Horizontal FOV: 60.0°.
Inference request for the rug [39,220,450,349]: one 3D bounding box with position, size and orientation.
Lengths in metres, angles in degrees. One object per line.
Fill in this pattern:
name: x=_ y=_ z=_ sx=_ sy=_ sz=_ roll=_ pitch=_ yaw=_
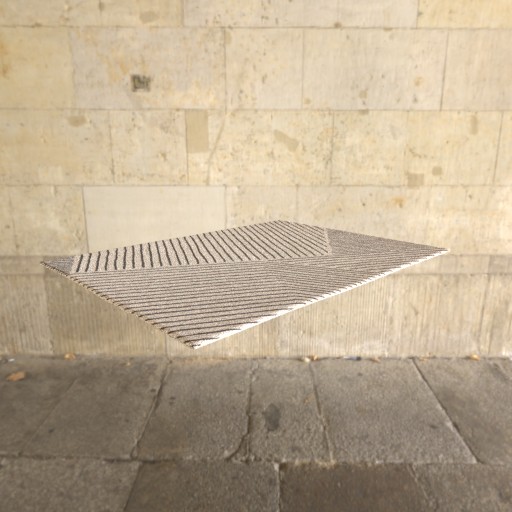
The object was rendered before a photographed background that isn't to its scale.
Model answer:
rug: x=0.000 y=0.000 z=3.260 sx=2.449 sy=0.028 sz=1.829 roll=-13 pitch=20 yaw=-42
